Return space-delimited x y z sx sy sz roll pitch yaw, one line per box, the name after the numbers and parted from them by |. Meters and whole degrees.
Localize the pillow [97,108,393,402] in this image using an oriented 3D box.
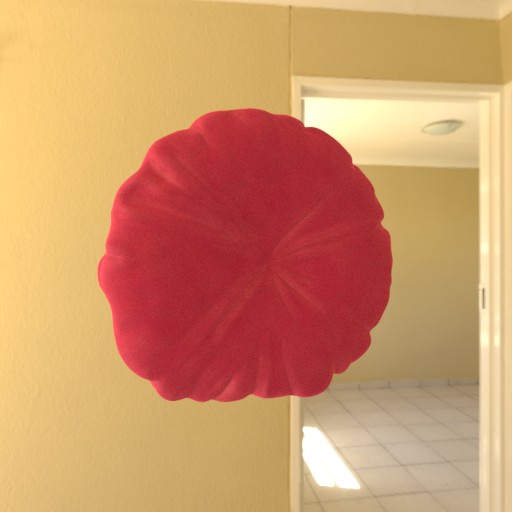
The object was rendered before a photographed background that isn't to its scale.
0.000 0.000 0.634 0.428 0.407 0.148 0 0 -18 | pillow
